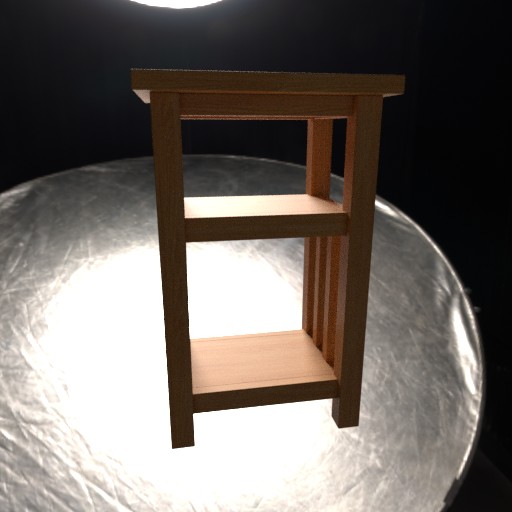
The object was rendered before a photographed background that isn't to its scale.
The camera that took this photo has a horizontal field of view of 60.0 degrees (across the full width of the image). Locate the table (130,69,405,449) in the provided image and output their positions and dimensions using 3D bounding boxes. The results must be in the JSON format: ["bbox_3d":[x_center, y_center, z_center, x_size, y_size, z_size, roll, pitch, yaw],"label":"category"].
[{"bbox_3d":[0.000,0.000,0.753,0.350,0.550,0.270,-3,16,-10],"label":"table"}]
